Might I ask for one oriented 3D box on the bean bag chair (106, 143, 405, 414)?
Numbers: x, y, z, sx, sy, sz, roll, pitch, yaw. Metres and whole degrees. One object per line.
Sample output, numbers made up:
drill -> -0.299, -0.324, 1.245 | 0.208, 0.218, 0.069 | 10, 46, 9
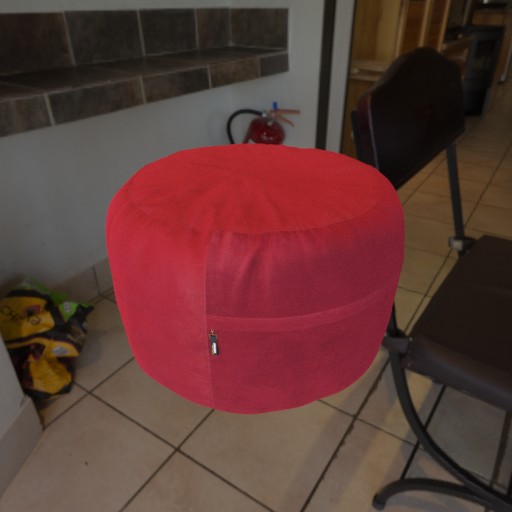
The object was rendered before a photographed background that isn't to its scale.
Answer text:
bean bag chair -> 0.000, 0.000, 1.947 | 1.219, 0.762, 1.219 | 0, 30, 0
